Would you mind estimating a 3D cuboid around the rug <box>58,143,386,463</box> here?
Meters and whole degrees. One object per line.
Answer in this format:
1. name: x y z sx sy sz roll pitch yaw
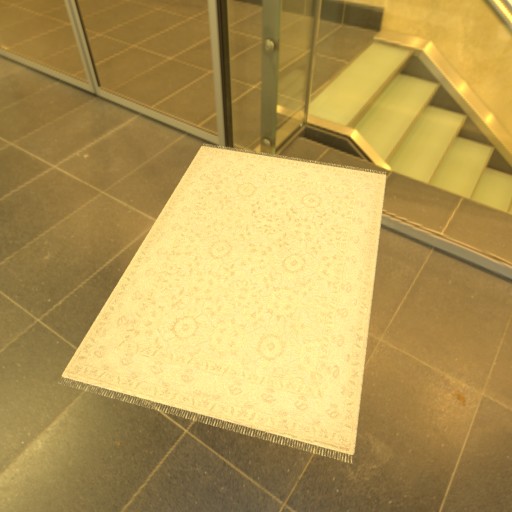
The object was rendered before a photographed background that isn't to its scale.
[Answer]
1. rug: 0.000 0.000 2.869 1.514 0.011 2.233 11 49 10
